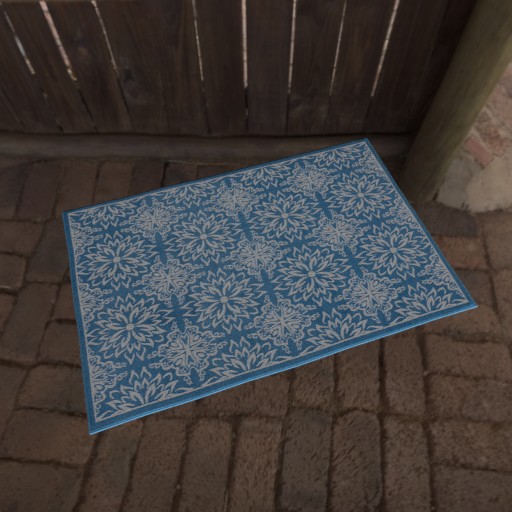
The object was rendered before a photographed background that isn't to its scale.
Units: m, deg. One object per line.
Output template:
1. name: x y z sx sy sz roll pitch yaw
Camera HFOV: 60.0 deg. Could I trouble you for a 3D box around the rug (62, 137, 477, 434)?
1. rug: 0.000 0.000 3.431 2.769 0.018 1.830 -16 59 -10
